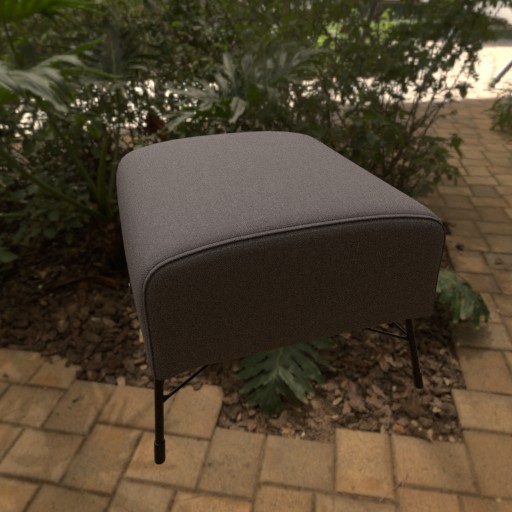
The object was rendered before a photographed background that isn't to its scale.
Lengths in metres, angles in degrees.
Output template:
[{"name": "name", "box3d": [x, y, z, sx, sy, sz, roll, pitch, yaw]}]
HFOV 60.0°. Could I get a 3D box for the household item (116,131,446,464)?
[{"name": "household item", "box3d": [0.000, 0.000, 0.917, 0.530, 0.410, 0.530, -10, 32, -16]}]
